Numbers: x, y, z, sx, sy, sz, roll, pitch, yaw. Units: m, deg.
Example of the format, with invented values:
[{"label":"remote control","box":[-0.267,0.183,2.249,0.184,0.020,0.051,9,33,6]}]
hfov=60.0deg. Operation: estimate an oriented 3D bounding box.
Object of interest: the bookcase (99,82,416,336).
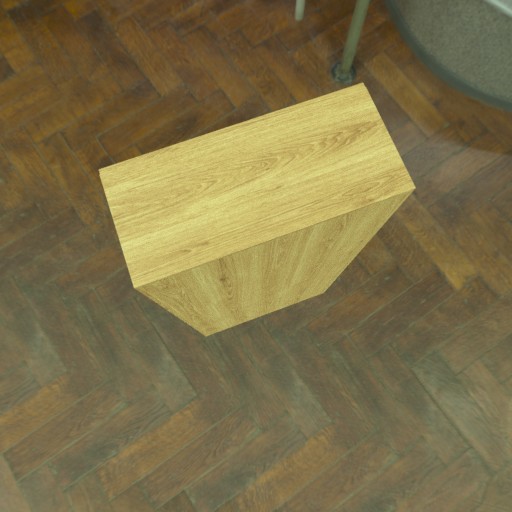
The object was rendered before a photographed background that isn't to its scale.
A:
[{"label":"bookcase","box":[0.000,0.000,2.422,0.950,2.020,0.420,-20,76,-5]}]
